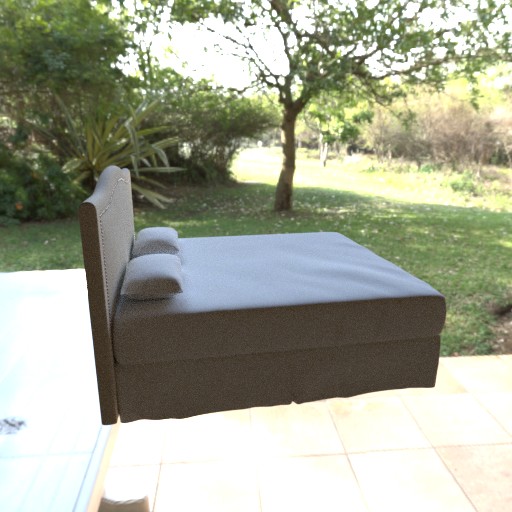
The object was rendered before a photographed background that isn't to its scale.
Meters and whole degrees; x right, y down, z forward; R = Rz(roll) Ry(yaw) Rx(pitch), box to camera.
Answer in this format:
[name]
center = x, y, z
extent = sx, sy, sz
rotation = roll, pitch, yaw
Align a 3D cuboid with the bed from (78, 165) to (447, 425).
[bed]
center = 0.000, 0.000, 3.495
extent = 2.182, 1.421, 2.083
rotation = -3, 16, -10
